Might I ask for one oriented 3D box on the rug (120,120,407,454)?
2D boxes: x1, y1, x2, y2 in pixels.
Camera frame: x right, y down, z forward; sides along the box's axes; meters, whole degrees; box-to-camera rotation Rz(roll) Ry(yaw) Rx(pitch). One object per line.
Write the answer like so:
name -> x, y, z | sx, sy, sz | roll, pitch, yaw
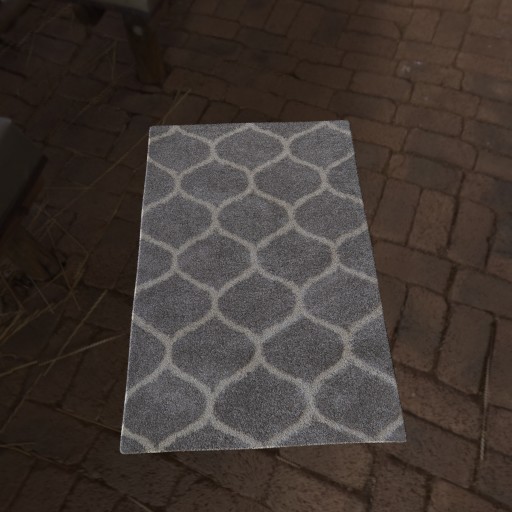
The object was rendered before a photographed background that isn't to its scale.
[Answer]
rug -> 0.000, 0.000, 3.385 | 1.801, 0.026, 2.701 | -2, 63, -1
